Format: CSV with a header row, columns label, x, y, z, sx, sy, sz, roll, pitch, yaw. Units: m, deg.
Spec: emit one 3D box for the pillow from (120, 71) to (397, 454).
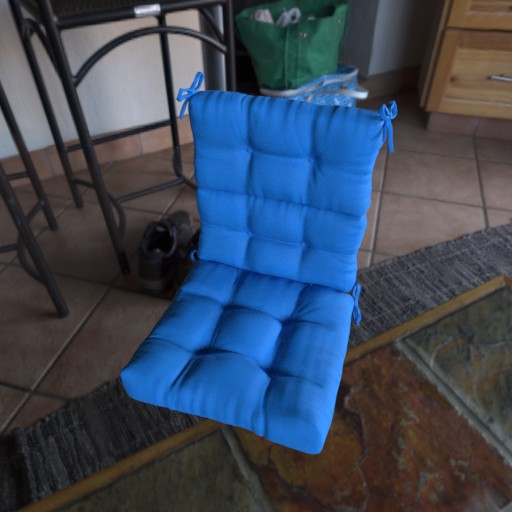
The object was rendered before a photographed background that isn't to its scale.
label,x,y,z,sx,sy,sz,roll,pitch,yaw
pillow,0.000,0.000,1.008,0.519,0.605,0.571,12,42,14
